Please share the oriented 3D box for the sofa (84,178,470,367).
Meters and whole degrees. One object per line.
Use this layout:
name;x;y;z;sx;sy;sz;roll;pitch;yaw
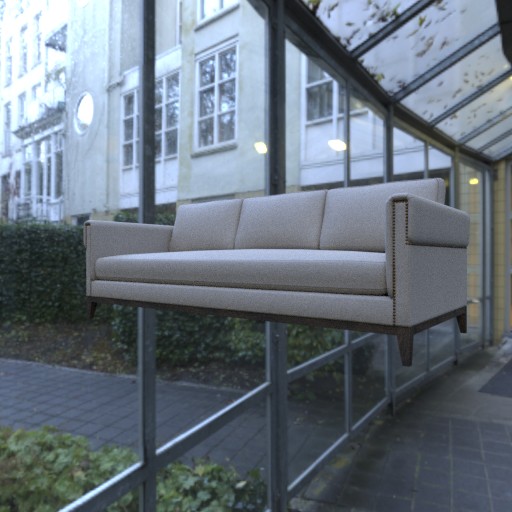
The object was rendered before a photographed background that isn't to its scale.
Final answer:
sofa;0.000;0.000;2.695;2.210;0.838;0.959;0;0;37
